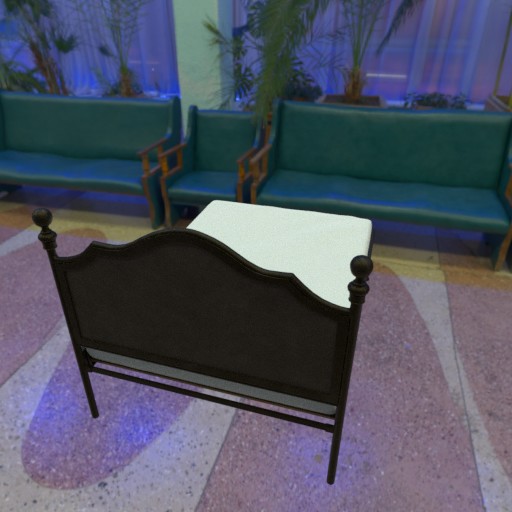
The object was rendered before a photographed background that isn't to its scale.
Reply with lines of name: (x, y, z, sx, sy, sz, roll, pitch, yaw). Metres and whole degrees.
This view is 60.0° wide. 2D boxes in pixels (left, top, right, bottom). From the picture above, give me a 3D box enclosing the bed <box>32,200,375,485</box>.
bed: (0.000, 0.000, 3.220, 1.642, 1.499, 2.224, 9, 32, 15)
